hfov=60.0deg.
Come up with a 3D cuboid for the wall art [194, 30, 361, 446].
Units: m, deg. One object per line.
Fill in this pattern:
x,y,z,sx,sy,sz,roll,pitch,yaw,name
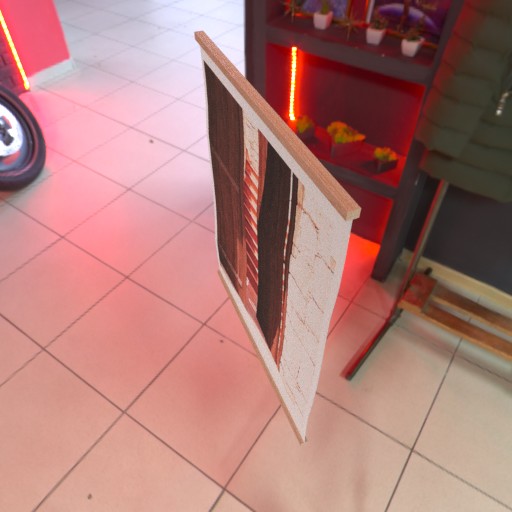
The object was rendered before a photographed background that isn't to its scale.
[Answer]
0.000,0.000,0.669,0.013,0.508,0.406,-17,49,-15,wall art
